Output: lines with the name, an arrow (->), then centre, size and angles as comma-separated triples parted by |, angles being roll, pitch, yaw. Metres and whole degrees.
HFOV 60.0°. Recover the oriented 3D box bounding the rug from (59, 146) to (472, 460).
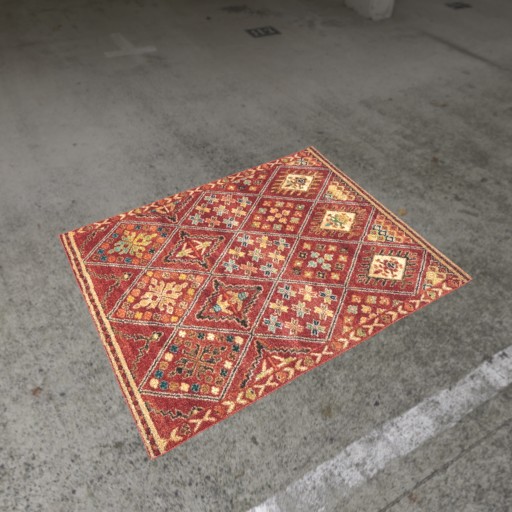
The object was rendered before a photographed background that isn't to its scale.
rug -> 0.000, 0.000, 4.182 | 3.086, 0.030, 2.489 | -23, 51, -21
